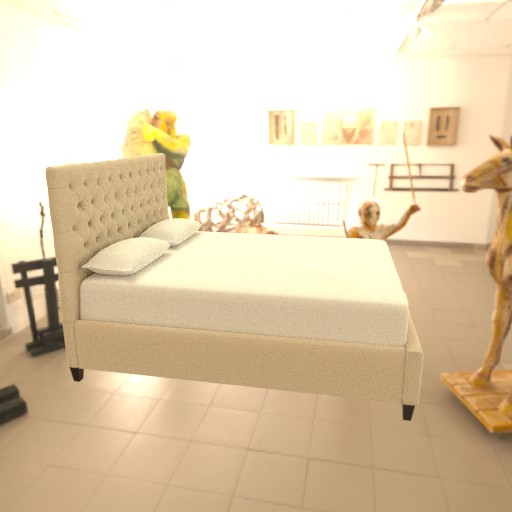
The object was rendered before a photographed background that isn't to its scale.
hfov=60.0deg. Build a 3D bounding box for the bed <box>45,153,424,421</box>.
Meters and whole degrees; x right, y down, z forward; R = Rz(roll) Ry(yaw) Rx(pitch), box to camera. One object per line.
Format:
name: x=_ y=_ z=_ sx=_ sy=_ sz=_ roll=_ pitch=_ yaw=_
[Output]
bed: x=0.000 y=0.000 z=3.358 sx=2.233 sy=1.426 sz=1.696 roll=3 pitch=16 yaw=11
